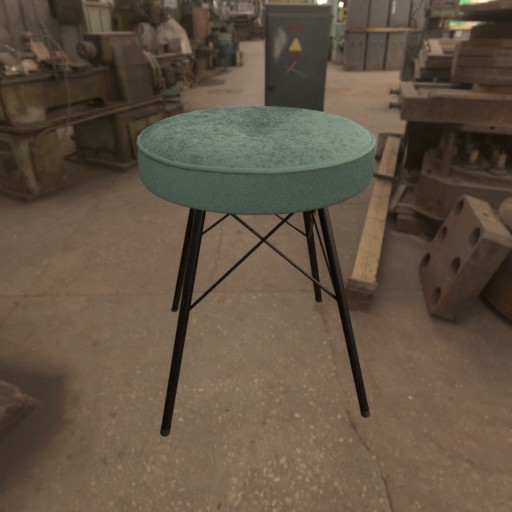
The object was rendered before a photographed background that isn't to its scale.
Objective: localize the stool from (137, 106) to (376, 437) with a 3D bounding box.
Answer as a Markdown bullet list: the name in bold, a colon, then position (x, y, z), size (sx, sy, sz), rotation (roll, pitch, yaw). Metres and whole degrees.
- **stool**: position (0.000, 0.000, 0.887), size (0.457, 0.519, 0.458), rotation (1, 29, 2)
